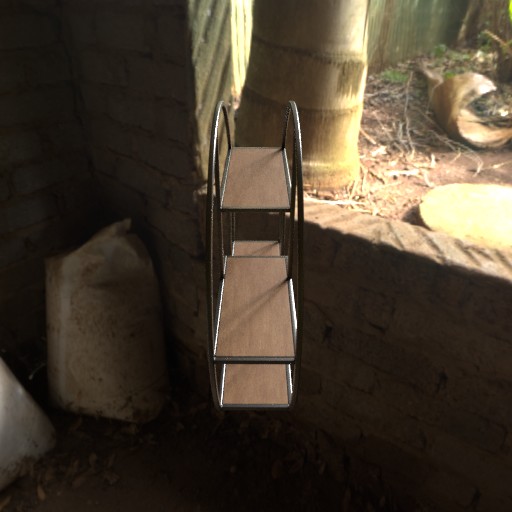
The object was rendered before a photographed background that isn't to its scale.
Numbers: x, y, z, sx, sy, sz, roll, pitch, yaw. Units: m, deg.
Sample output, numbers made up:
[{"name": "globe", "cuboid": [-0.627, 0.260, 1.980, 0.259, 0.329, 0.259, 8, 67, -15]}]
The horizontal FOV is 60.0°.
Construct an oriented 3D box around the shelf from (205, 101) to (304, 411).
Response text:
[{"name": "shelf", "cuboid": [0.000, 0.000, 1.345, 0.202, 0.888, 0.888, 0, 31, 0]}]
